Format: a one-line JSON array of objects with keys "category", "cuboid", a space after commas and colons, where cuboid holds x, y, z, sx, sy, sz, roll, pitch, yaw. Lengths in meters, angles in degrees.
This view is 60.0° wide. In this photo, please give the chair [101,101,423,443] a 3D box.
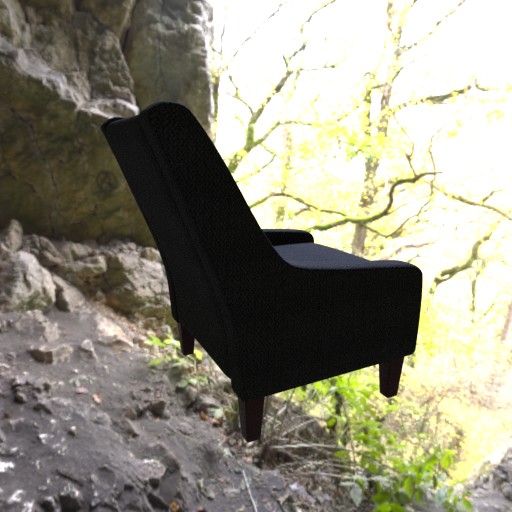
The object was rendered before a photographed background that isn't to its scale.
[{"category": "chair", "cuboid": [0.000, 0.000, 1.666, 0.944, 1.012, 0.793, -7, 15, -25]}]
